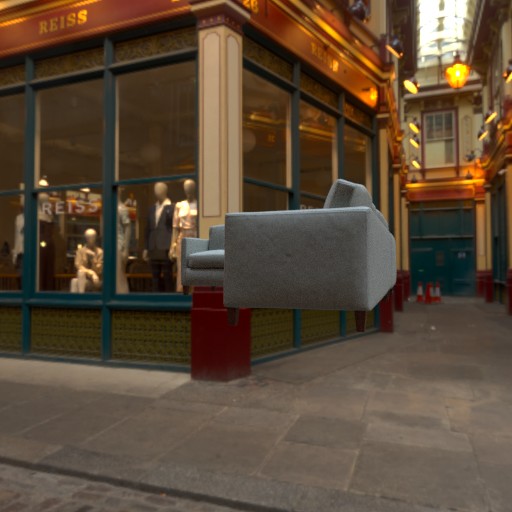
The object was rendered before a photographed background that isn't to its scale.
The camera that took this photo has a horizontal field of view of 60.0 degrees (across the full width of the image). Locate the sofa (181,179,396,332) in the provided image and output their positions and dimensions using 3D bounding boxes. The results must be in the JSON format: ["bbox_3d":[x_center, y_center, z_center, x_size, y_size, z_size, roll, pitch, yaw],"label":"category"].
[{"bbox_3d":[0.000,0.000,4.468,2.592,0.947,3.301,0,-1,20],"label":"sofa"}]
